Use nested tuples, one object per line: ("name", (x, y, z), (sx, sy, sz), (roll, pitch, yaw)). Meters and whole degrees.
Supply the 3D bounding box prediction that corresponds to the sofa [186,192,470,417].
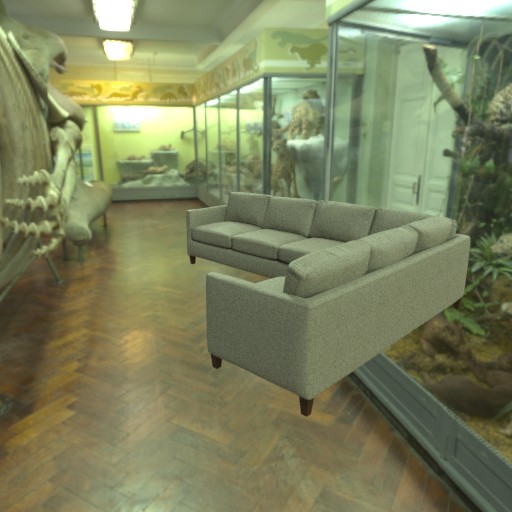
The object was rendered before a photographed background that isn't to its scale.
("sofa", (0.000, 0.000, 4.502), (3.302, 0.947, 2.593), (14, 20, 42))
